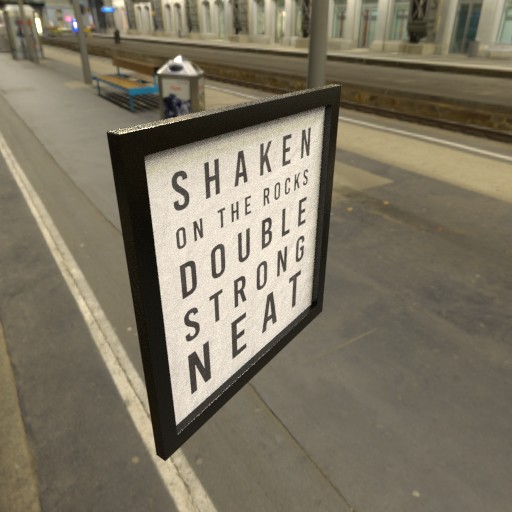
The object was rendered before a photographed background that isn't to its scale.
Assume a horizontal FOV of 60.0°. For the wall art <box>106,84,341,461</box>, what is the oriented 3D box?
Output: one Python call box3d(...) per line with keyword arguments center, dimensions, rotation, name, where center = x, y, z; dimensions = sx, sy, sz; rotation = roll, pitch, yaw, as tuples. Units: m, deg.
box3d(center=(0.000, 0.000, 0.525), dimensions=(0.014, 0.349, 0.349), rotation=(19, 33, 32), name="wall art")
